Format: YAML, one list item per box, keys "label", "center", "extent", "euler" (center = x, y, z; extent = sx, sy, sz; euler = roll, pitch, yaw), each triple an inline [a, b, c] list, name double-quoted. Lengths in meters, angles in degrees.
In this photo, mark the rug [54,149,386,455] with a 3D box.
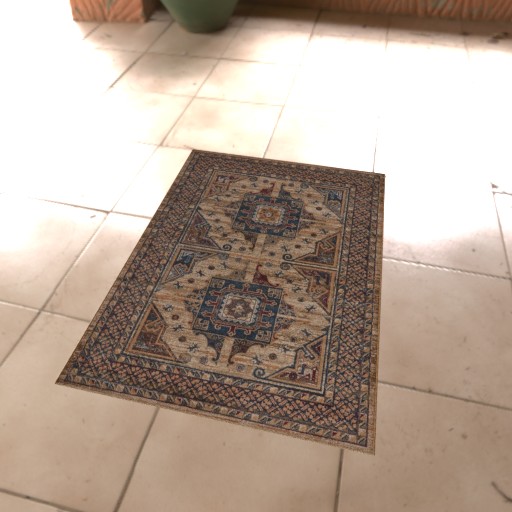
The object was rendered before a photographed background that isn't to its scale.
- label: "rug"
  center: [0.000, 0.000, 2.892]
  extent: [1.611, 0.008, 2.227]
  euler: [9, 47, 9]
